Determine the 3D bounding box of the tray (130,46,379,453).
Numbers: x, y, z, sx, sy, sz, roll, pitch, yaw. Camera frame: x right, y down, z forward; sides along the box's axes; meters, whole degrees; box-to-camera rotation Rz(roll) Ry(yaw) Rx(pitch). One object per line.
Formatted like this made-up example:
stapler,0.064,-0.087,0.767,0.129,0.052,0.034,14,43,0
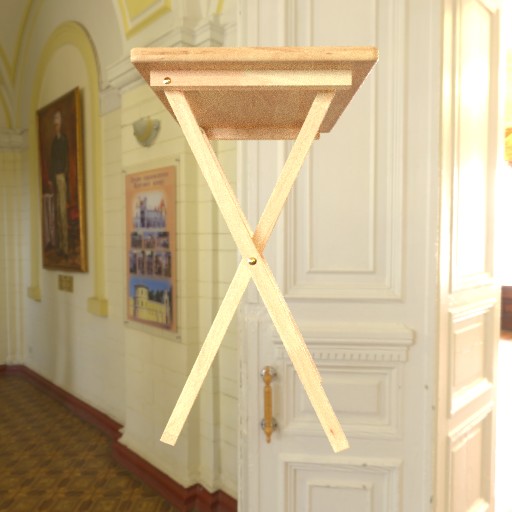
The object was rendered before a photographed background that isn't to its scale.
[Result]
tray,0.000,0.000,0.929,0.381,0.660,0.483,0,3,1
